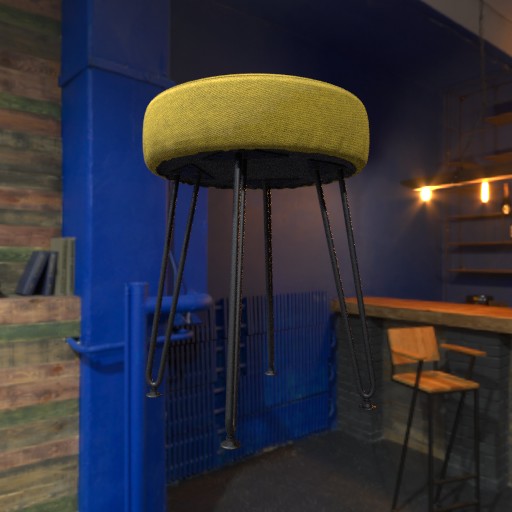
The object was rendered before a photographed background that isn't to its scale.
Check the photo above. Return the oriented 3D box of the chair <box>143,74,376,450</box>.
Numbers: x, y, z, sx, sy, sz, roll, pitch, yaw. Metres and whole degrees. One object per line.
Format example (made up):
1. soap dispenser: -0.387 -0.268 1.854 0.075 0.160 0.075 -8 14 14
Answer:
1. chair: 0.000 0.000 0.696 0.345 0.455 0.345 0 -1 -35
